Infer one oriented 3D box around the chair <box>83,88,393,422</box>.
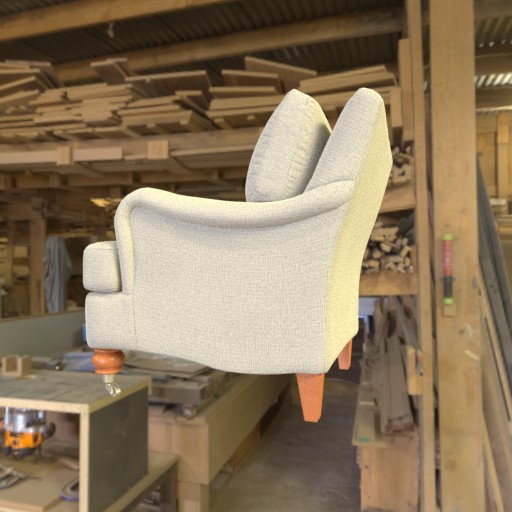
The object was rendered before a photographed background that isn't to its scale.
[{"bbox_3d":[0.000,0.000,1.846,1.070,1.038,0.955,0,-1,19],"label":"chair"}]
